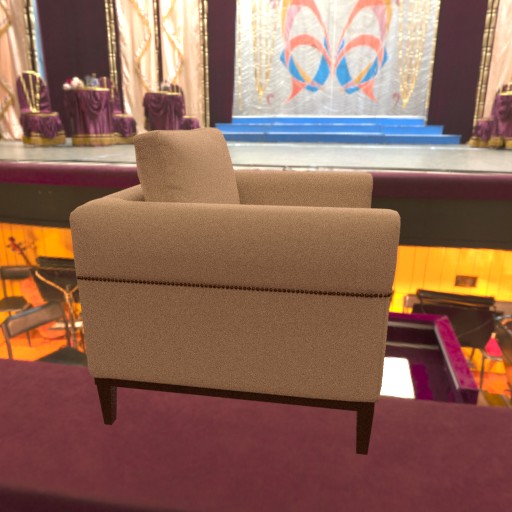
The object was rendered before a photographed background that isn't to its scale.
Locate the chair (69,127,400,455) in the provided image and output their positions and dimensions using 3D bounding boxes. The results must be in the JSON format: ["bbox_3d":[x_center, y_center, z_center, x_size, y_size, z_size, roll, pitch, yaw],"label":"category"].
[{"bbox_3d":[0.000,0.000,1.655,0.896,0.915,0.982,3,17,9],"label":"chair"}]
